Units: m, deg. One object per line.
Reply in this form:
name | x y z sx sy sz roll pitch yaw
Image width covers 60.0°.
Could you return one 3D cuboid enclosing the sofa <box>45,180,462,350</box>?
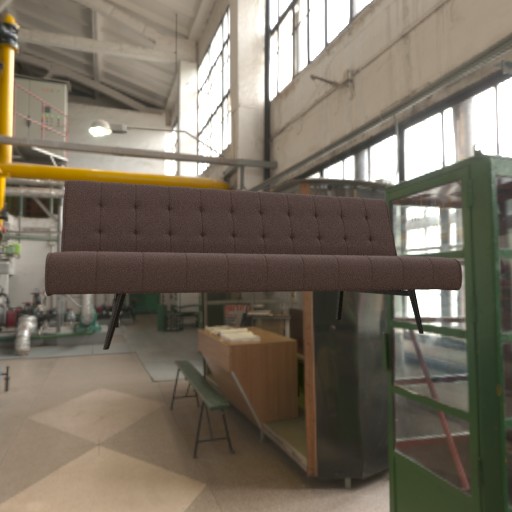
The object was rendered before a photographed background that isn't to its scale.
sofa | 0.000 0.000 2.076 1.703 0.699 0.747 1 -3 -18
